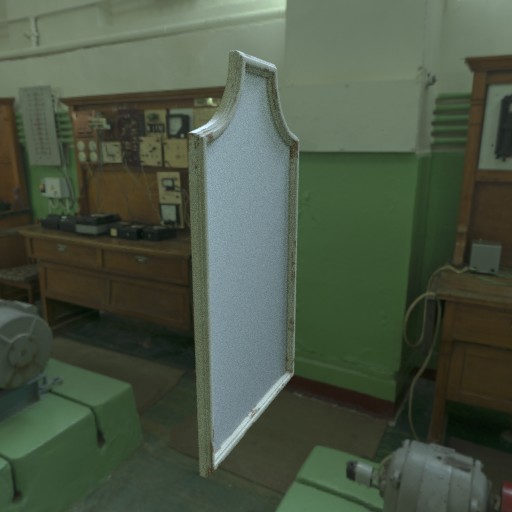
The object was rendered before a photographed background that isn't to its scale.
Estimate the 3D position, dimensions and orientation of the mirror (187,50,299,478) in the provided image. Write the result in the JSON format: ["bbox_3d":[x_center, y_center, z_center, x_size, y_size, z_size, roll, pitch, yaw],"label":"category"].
[{"bbox_3d":[0.000,0.000,0.867,0.022,0.717,0.403,7,16,26],"label":"mirror"}]
